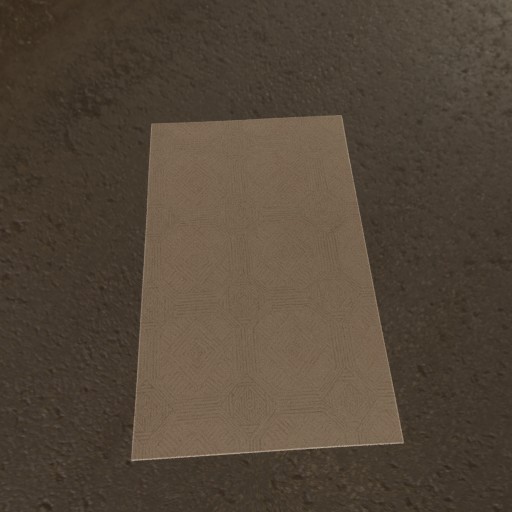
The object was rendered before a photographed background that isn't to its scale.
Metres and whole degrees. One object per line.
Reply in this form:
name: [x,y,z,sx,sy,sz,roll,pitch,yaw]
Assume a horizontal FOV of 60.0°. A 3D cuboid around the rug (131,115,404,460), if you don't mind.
rug: [0.000,0.000,3.010,1.524,0.008,2.440,-3,64,-1]
